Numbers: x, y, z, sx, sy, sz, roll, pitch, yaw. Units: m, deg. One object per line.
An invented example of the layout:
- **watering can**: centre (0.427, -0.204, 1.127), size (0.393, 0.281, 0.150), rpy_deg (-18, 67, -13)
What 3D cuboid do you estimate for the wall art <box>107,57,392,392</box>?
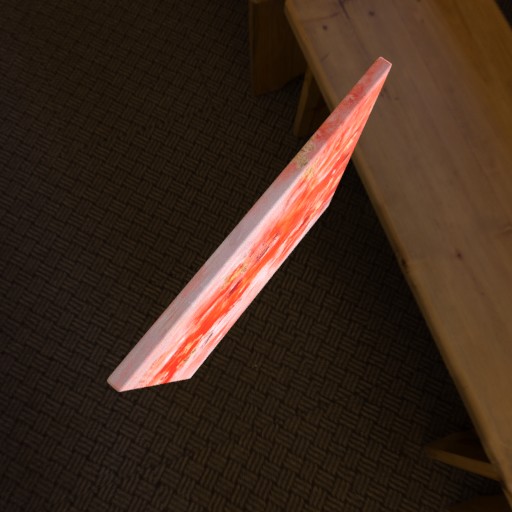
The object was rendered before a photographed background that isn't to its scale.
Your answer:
- **wall art**: centre (0.000, 0.000, 1.315), size (0.066, 0.878, 0.878), rpy_deg (38, 79, 9)
